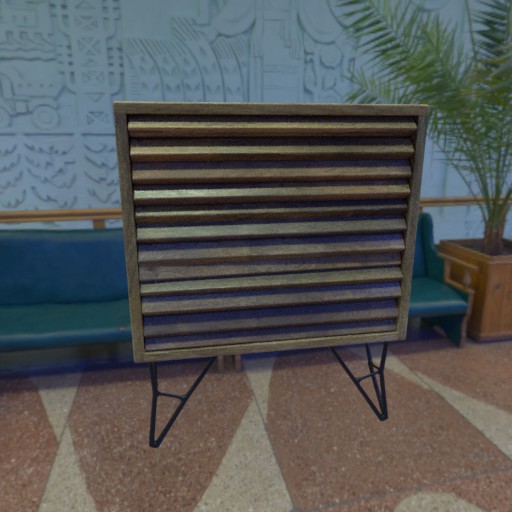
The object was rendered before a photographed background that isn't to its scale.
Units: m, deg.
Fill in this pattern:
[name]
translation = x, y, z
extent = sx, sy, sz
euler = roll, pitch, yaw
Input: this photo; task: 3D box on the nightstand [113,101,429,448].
[nightstand]
translation = 0.000, 0.000, 0.889
extent = 0.457, 0.559, 0.406
euler = -3, 16, -10
